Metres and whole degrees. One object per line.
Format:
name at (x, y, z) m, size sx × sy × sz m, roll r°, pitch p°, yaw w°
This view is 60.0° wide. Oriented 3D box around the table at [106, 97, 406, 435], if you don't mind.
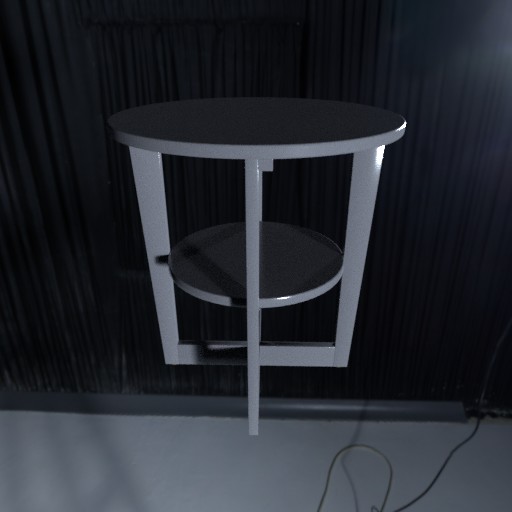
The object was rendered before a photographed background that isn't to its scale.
table at (0.000, 0.000, 0.893) m, size 0.500 × 0.550 × 0.500 m, roll 0°, pitch 26°, yaw 0°
